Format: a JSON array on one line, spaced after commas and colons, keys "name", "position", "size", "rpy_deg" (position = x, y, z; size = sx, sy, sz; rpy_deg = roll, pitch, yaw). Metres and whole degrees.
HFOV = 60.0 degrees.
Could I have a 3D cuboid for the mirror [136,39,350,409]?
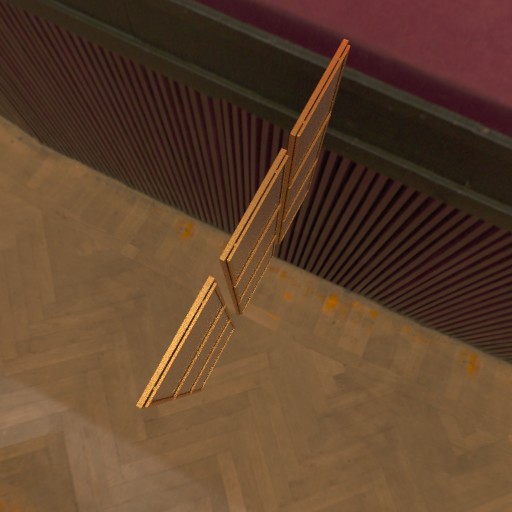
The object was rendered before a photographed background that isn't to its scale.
[{"name": "mirror", "position": [0.000, 0.000, 1.466], "size": [0.023, 0.926, 1.011], "rpy_deg": [27, 77, 7]}]
